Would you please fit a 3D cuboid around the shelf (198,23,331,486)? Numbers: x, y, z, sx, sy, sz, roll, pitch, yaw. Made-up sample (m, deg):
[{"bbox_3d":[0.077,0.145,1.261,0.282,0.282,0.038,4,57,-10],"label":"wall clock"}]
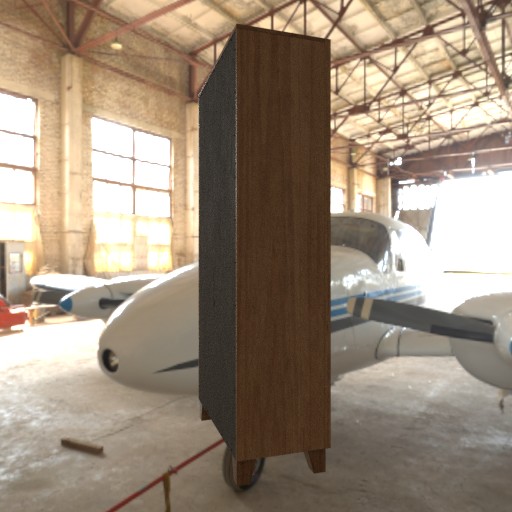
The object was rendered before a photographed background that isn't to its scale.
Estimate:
[{"bbox_3d":[0.000,0.000,2.320,0.453,1.930,0.864,0,0,-18],"label":"shelf"}]
